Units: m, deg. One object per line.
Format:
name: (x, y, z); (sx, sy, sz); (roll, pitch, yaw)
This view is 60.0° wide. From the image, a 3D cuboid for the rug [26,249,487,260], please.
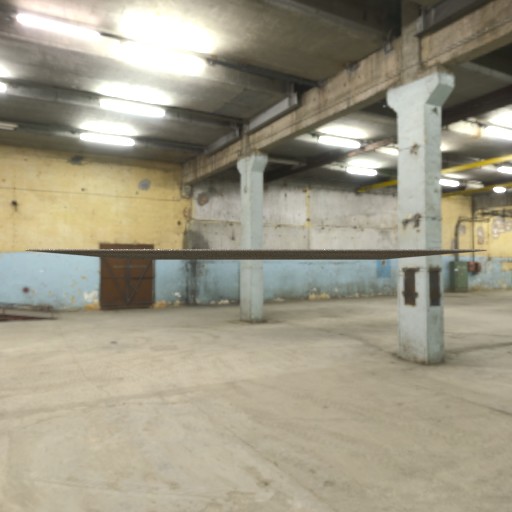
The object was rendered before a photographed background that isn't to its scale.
rug: (0.000, 0.000, 4.040); (2.980, 0.012, 2.363); (0, -2, 0)
